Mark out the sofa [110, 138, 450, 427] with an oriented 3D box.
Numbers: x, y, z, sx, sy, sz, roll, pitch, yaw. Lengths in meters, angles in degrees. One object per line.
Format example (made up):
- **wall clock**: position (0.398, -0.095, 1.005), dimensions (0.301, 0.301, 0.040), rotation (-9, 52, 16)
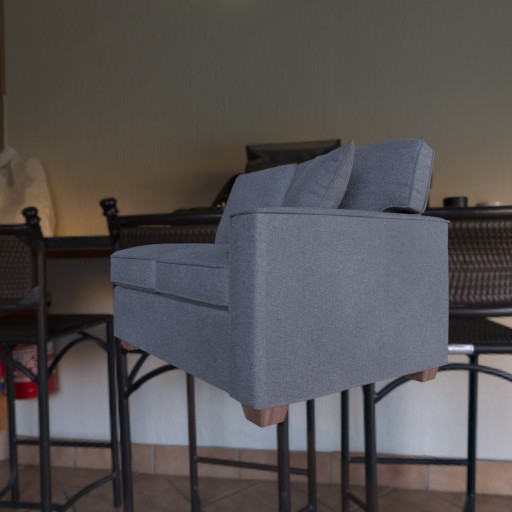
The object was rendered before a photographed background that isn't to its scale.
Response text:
- **sofa**: position (0.000, 0.000, 2.081), dimensions (0.991, 0.989, 1.388), rotation (-1, 1, -35)
